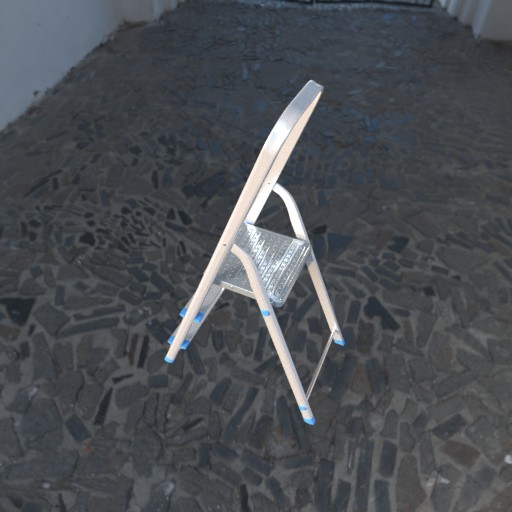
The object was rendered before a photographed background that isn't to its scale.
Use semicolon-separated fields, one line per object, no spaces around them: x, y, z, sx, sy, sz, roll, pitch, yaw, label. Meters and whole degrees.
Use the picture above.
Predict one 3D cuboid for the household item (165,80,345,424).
0.000;0.000;1.519;0.687;1.215;0.420;18;49;17;household item
